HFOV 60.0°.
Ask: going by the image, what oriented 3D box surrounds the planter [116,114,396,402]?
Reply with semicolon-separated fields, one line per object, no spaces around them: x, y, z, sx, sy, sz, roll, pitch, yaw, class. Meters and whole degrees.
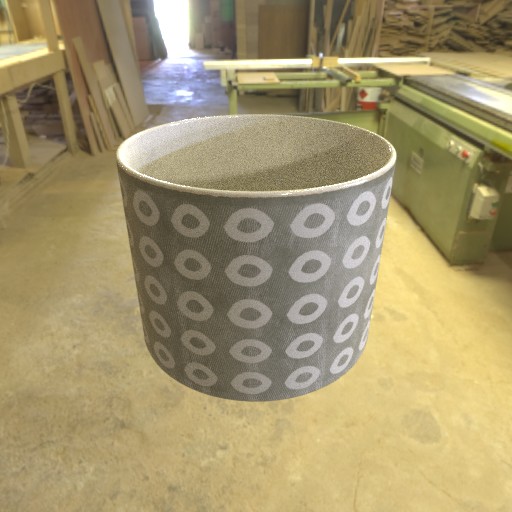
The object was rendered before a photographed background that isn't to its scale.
0.000;0.000;0.467;0.250;0.239;0.250;0;30;0;planter
